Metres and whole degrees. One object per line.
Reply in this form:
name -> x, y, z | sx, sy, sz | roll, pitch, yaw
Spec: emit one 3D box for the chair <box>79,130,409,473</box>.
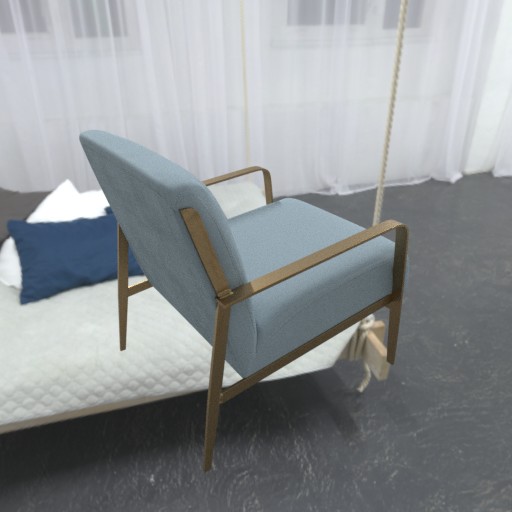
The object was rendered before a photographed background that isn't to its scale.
chair -> 0.000, 0.000, 1.453 | 0.842, 0.824, 0.701 | -19, 33, -31
